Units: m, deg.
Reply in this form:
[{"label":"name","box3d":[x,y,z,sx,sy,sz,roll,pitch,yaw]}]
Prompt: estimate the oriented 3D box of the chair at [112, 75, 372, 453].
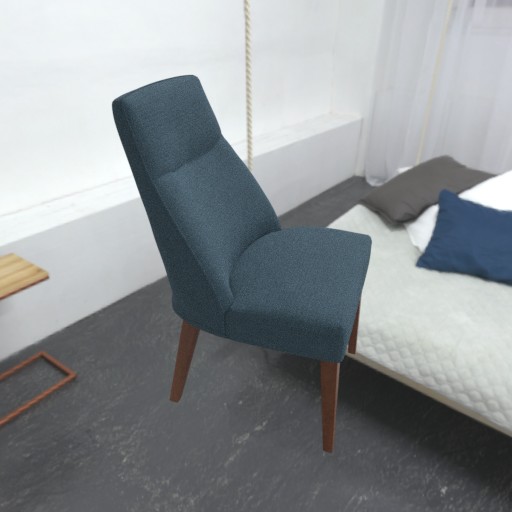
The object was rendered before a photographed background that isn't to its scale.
[{"label":"chair","box3d":[0.000,0.000,1.292,0.620,0.930,0.500,10,32,17]}]
